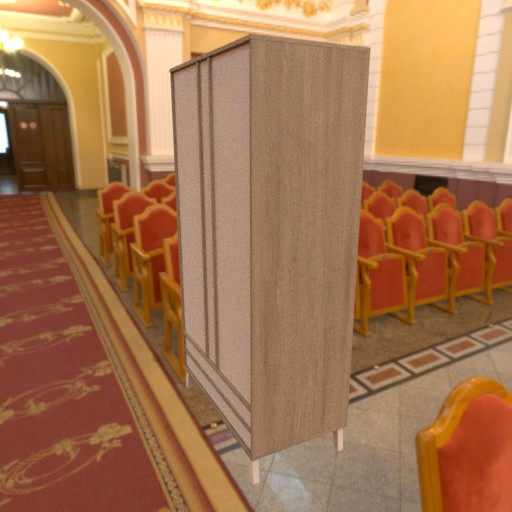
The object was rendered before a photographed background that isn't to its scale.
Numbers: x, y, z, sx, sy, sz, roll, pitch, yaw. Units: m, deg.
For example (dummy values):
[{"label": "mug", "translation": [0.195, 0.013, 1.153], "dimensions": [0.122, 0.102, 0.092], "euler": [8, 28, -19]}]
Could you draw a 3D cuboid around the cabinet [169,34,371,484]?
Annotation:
[{"label": "cabinet", "translation": [0.000, 0.000, 2.442], "dimensions": [0.571, 1.999, 1.006], "euler": [-8, 17, -27]}]
